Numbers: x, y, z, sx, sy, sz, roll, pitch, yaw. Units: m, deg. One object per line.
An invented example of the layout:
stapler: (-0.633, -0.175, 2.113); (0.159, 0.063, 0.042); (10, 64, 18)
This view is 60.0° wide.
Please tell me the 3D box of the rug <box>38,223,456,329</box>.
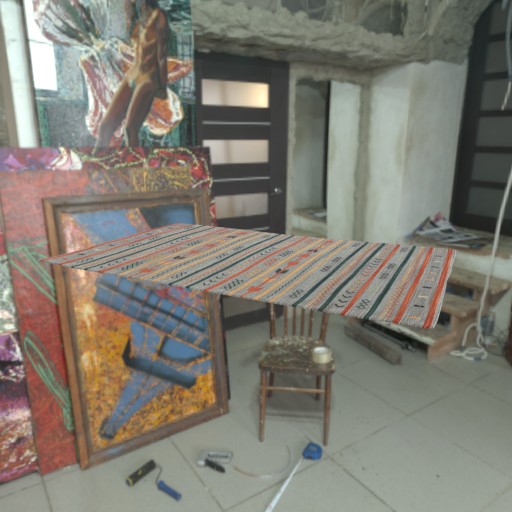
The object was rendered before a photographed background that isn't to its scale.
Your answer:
rug: (0.000, 0.000, 3.035); (2.439, 0.029, 1.537); (7, 16, 26)
